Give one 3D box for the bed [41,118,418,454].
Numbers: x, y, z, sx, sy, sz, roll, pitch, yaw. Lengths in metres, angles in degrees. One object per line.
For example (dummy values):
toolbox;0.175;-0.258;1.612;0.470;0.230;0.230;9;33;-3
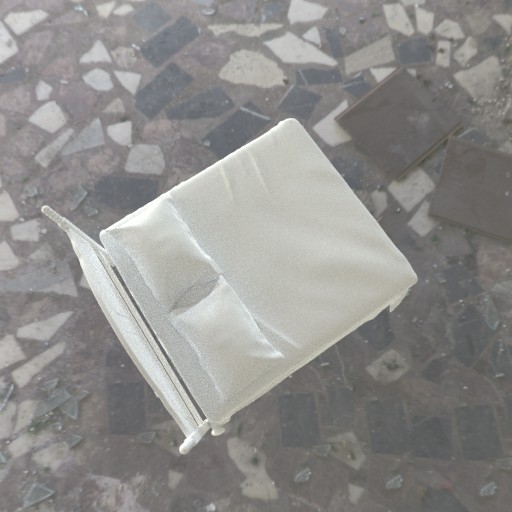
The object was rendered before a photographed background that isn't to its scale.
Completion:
bed;0.000;0.000;3.259;2.040;1.356;1.873;-33;78;-8
